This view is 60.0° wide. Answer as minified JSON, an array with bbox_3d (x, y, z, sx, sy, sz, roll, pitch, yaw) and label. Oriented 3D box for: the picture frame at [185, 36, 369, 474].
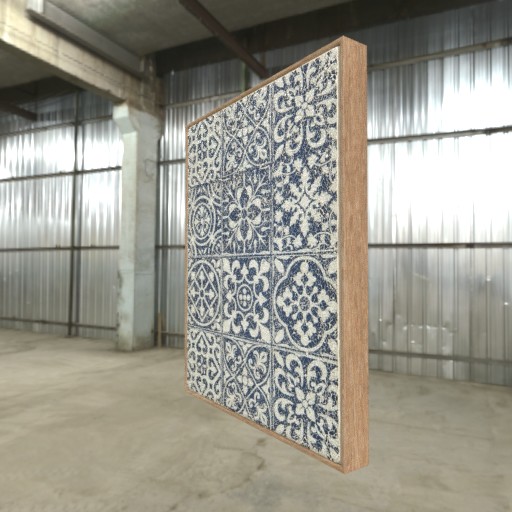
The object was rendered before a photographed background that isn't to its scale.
[{"bbox_3d":[0.000,0.000,0.717,0.043,0.526,0.424,1,-1,-35],"label":"picture frame"}]
